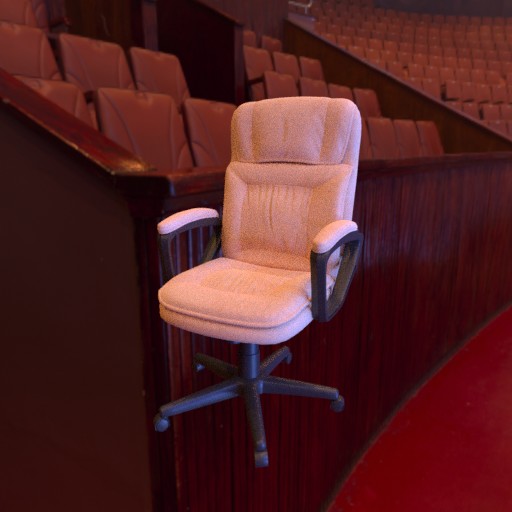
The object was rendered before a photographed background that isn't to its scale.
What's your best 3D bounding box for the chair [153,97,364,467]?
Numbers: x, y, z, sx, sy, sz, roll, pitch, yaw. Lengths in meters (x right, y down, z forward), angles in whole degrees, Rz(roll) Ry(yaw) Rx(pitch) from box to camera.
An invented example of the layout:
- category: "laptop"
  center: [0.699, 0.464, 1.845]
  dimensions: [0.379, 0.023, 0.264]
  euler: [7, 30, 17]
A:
- category: "chair"
  center: [0.000, 0.000, 1.562]
  dimensions: [0.667, 1.105, 0.724]
  euler: [8, 17, 27]
